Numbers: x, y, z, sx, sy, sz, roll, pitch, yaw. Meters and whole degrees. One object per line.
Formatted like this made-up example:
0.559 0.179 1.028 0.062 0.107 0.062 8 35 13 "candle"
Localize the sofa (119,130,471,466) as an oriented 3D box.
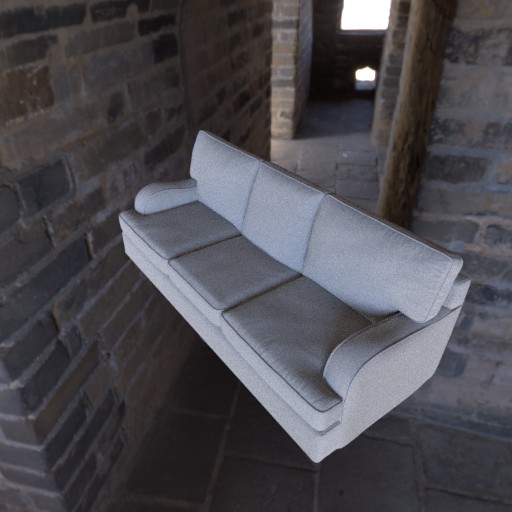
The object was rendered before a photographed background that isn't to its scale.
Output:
0.000 0.000 2.881 1.016 0.997 2.323 -22 39 -30 "sofa"
